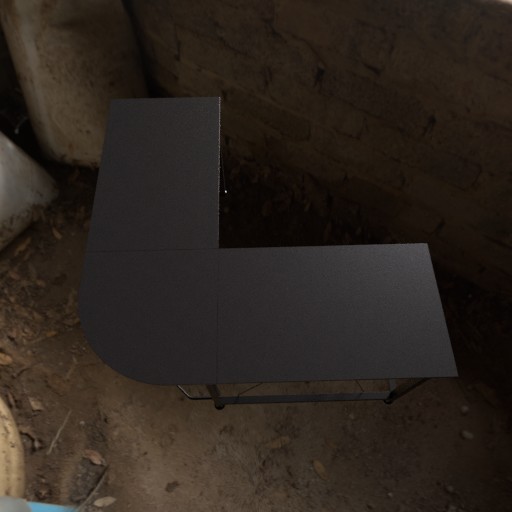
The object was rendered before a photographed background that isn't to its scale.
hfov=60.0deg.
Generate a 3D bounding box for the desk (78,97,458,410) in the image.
[{"bbox_3d":[0.000,0.000,2.225,1.400,0.762,1.400,-1,63,-1],"label":"desk"}]
